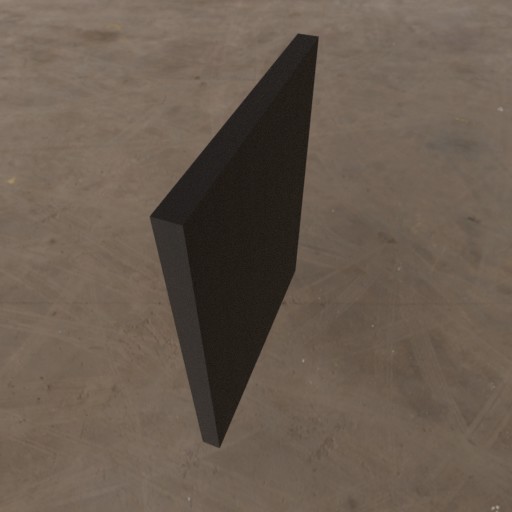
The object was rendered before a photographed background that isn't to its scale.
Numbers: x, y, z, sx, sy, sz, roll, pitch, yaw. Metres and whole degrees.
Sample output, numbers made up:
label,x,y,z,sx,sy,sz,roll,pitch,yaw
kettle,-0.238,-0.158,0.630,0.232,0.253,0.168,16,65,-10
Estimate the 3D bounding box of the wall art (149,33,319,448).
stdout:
label,x,y,z,sx,sy,sz,roll,pitch,yaw
wall art,0.000,0.000,0.747,0.034,0.552,0.455,16,49,14
